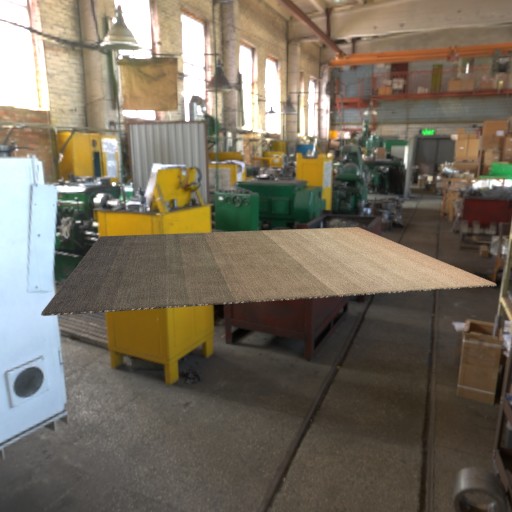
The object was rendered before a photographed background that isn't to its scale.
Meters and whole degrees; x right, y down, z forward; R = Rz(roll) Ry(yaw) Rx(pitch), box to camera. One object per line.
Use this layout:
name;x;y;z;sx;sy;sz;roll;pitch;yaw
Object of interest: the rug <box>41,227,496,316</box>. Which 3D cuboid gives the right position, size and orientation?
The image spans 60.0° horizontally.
rug;0.000;0.000;3.829;2.902;0.017;2.306;-3;14;-11
